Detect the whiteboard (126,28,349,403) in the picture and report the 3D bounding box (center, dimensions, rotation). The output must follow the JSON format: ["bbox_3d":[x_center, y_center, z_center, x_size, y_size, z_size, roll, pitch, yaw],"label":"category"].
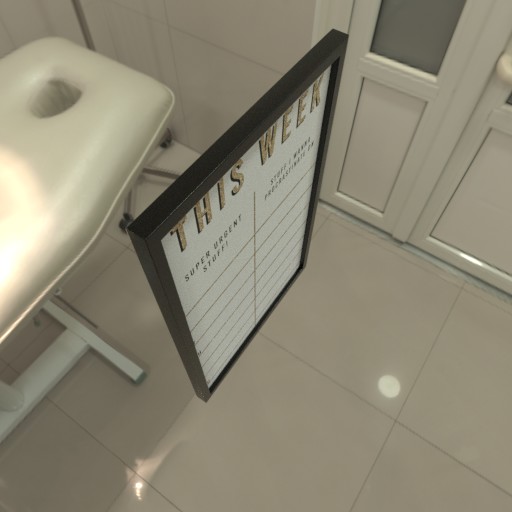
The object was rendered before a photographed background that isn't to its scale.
[{"bbox_3d":[0.000,0.000,0.768,0.026,0.611,0.406,30,63,18],"label":"whiteboard"}]
